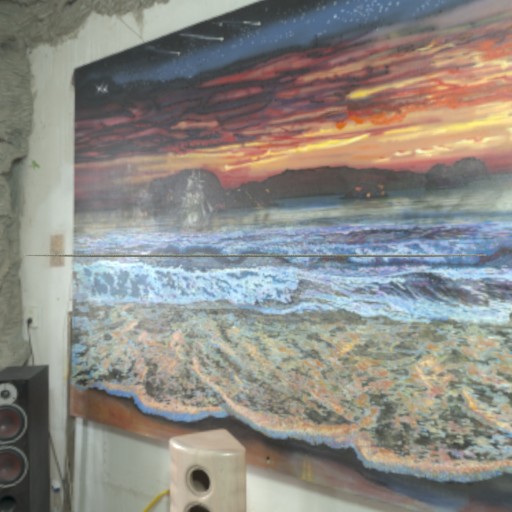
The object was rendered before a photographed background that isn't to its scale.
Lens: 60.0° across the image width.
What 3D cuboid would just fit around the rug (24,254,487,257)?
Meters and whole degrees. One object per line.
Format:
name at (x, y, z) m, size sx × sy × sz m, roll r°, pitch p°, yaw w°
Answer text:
rug at (0.000, 0.000, 2.706) m, size 2.431 × 0.006 × 0.806 m, roll 0°, pitch -1°, yaw -1°
